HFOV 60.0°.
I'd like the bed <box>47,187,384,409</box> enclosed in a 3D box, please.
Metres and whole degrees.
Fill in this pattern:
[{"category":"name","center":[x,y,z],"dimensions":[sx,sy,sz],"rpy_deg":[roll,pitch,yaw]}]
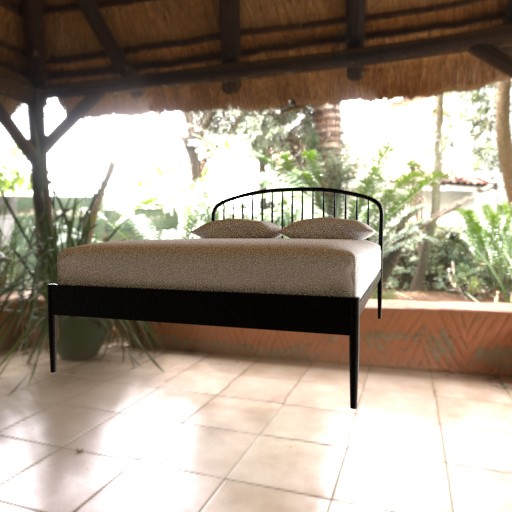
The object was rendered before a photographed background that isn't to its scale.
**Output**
[{"category":"bed","center":[0.000,0.000,3.092],"dimensions":[1.618,1.166,2.159],"rpy_deg":[1,3,18]}]
